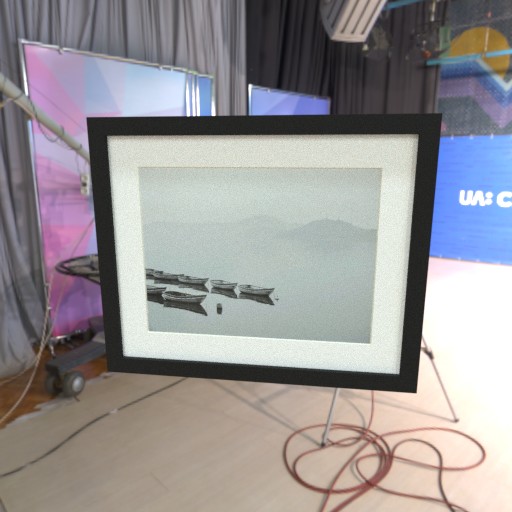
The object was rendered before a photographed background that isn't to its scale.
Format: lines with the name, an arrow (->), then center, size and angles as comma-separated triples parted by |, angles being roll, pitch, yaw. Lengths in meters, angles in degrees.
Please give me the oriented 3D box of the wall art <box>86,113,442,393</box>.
wall art -> 0.000, 0.000, 0.751 | 0.554, 0.454, 0.030 | 2, 13, 8
